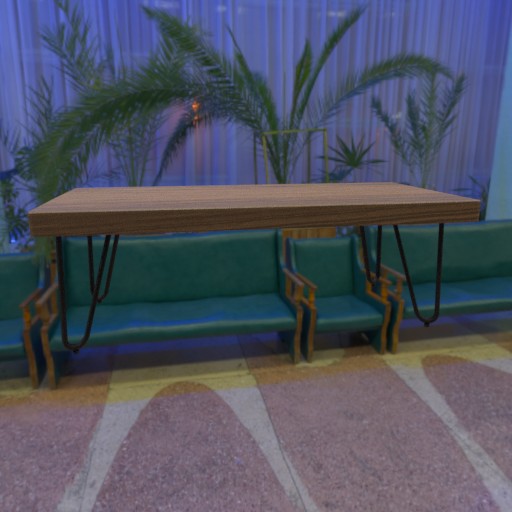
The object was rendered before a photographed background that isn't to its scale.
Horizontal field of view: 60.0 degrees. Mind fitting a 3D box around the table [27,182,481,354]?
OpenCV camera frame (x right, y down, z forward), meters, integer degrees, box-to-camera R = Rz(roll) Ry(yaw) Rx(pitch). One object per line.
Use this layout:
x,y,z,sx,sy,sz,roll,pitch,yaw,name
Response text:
0.000,0.000,1.667,1.375,0.468,0.637,-3,15,-10,table
